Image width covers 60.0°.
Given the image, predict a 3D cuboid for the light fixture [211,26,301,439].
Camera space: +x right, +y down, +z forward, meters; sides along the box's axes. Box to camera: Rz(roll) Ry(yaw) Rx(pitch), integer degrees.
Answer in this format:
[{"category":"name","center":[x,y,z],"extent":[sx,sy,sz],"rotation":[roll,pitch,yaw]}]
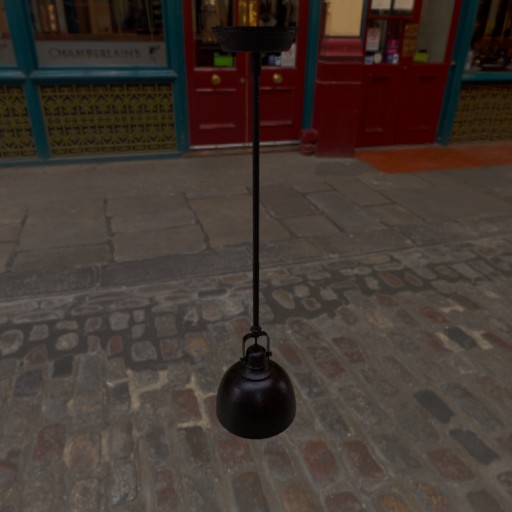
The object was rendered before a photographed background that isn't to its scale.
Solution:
[{"category":"light fixture","center":[0.000,0.000,0.837],"extent":[0.182,0.768,0.182],"rotation":[-8,27,-16]}]
